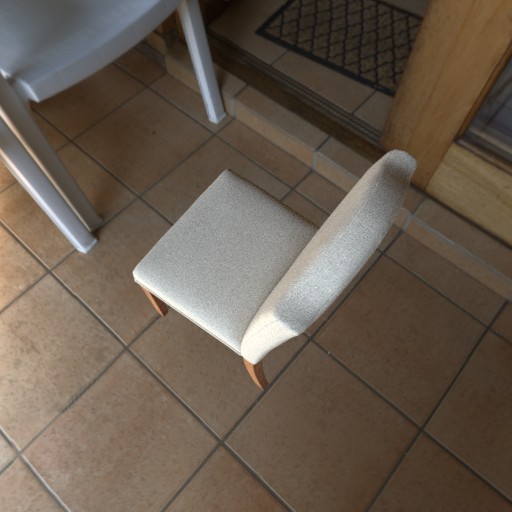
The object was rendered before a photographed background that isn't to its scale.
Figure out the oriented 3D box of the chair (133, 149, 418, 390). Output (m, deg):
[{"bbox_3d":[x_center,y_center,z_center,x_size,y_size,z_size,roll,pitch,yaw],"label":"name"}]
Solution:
[{"bbox_3d":[0.000,0.000,1.412,0.648,1.012,0.534,33,68,15],"label":"chair"}]
